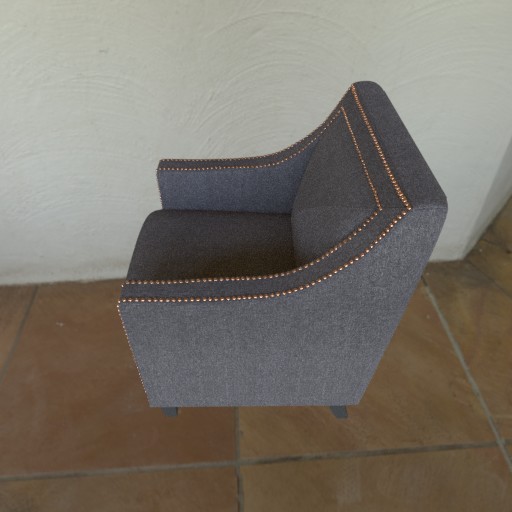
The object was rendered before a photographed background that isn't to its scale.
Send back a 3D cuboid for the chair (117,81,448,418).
[{"bbox_3d":[0.000,0.000,1.581,0.884,0.967,0.776,0,42,-1],"label":"chair"}]
